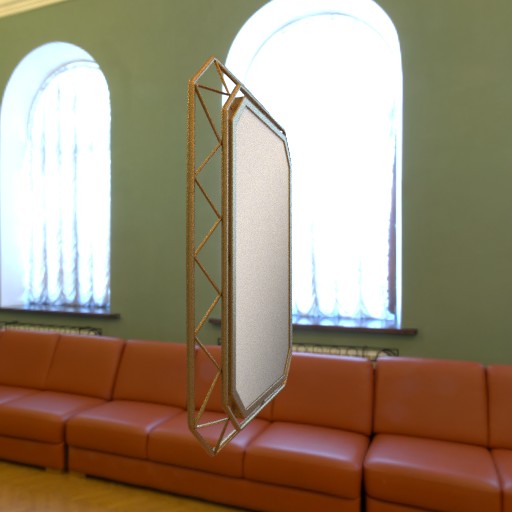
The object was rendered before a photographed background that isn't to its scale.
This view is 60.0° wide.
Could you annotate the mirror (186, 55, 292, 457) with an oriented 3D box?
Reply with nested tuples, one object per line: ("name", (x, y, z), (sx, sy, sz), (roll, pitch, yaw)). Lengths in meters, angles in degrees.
("mirror", (0.000, 0.000, 0.743), (0.042, 0.566, 0.417), (0, -1, 19))
